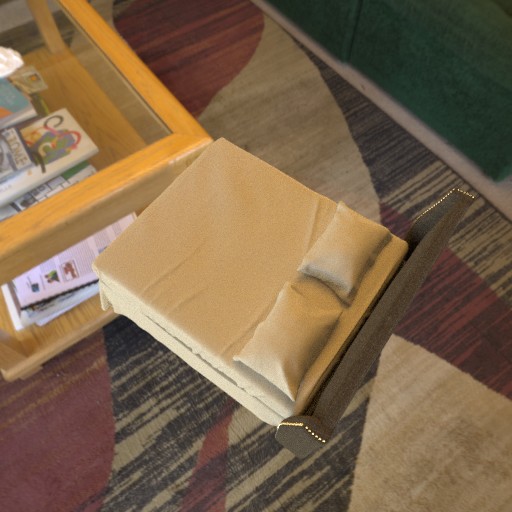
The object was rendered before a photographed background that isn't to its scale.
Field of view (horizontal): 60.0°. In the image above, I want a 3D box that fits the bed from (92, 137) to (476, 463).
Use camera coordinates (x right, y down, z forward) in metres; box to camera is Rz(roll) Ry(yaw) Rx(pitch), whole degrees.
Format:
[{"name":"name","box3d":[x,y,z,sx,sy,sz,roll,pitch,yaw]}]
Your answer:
[{"name":"bed","box3d":[0.000,0.000,3.464,2.276,1.332,1.925,33,67,16]}]
